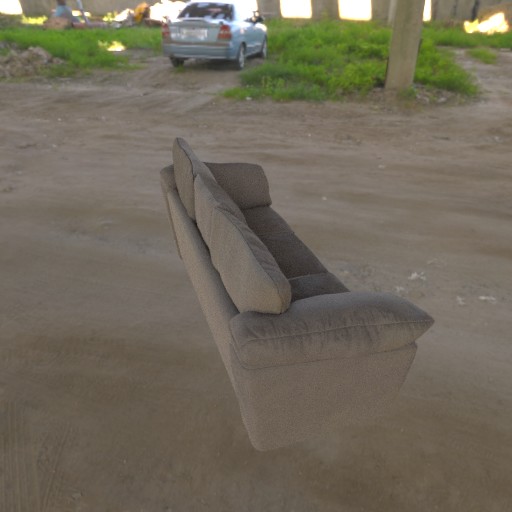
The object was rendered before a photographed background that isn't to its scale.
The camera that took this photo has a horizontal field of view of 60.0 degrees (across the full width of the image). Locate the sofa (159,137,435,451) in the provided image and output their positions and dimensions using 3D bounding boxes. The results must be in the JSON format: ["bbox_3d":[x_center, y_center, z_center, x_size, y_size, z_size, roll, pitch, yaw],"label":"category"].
[{"bbox_3d":[0.000,0.000,2.867,0.878,1.073,2.336,-10,32,-16],"label":"sofa"}]
